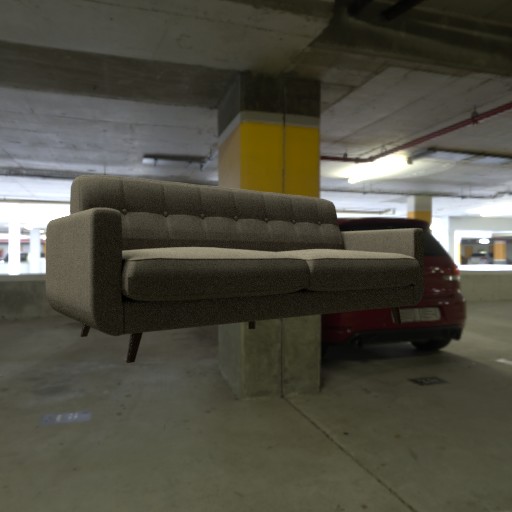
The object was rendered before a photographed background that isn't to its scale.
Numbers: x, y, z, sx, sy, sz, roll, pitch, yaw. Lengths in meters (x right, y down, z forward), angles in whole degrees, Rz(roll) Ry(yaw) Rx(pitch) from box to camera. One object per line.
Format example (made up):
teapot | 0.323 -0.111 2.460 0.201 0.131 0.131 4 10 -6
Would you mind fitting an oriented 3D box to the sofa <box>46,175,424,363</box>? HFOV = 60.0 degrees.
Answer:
sofa | 0.000 0.000 2.506 2.029 0.841 0.909 0 0 -35
